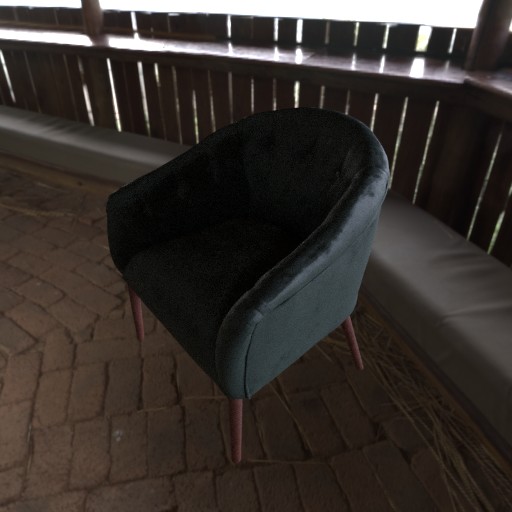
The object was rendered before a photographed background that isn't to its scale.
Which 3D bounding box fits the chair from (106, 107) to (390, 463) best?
[{"bbox_3d":[0.000,0.000,1.546,0.776,0.885,0.851,-22,39,-31],"label":"chair"}]
